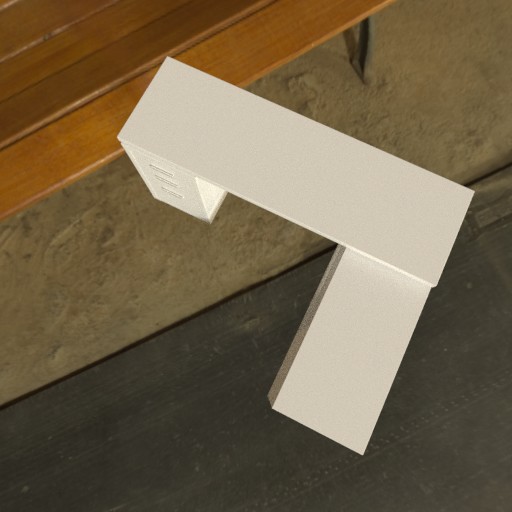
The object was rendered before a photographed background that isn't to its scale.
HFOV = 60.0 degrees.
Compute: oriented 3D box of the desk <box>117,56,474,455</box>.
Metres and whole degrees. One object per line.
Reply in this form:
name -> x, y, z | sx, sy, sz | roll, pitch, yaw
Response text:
desk -> 0.000, 0.000, 2.242 | 1.524, 0.753, 1.200 | 26, 78, 6
